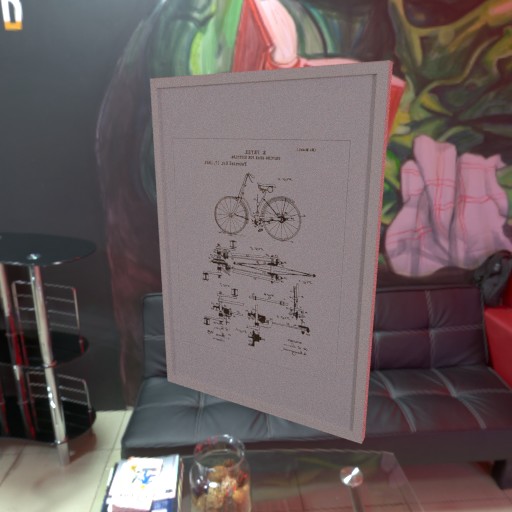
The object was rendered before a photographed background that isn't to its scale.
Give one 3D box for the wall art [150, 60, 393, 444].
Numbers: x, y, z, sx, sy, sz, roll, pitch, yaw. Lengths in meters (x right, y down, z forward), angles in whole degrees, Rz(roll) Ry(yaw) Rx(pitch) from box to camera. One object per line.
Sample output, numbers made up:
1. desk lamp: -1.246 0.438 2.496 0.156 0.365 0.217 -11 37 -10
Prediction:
1. wall art: 0.000 0.000 0.616 0.332 0.477 0.015 8 17 27
